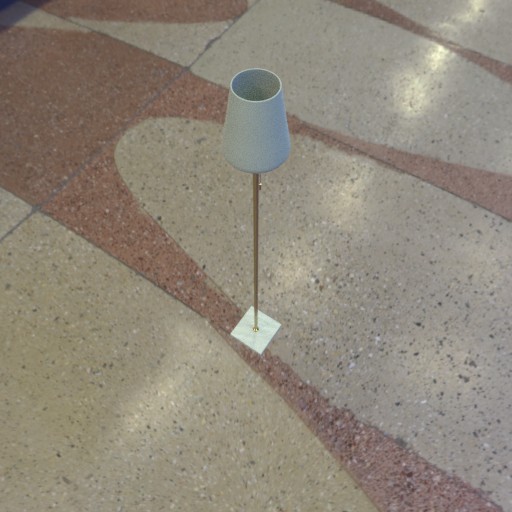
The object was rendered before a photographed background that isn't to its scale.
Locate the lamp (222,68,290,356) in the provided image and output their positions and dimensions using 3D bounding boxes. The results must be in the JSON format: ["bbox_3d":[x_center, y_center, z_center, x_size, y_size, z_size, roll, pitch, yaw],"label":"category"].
[{"bbox_3d":[0.000,0.000,1.988,0.229,1.813,0.232,30,64,17],"label":"lamp"}]
